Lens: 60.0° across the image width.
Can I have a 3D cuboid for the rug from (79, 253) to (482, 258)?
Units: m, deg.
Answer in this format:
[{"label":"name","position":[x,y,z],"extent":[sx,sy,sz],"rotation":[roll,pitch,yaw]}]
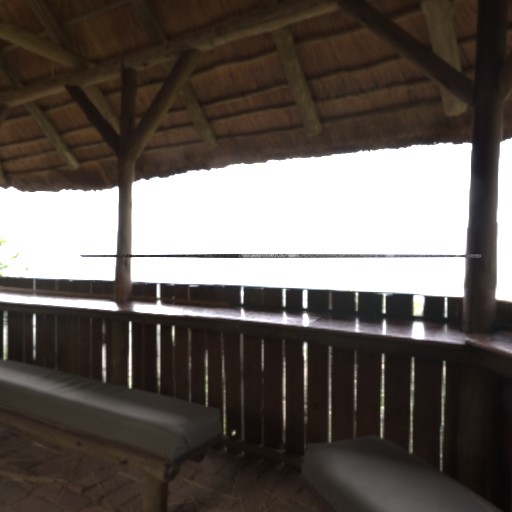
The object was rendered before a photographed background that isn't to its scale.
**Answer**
[{"label":"rug","position":[0.000,0.000,4.113],"extent":[2.399,0.026,3.000],"rotation":[0,0,-36]}]
